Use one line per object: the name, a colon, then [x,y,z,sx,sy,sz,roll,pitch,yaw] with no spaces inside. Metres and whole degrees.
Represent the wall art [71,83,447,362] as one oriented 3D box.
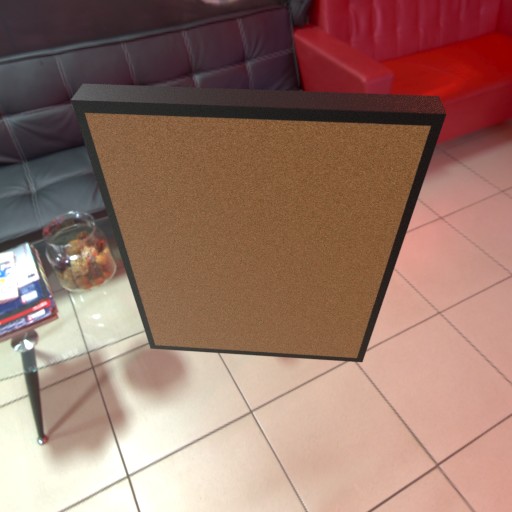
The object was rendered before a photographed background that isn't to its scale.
wall art: [0.000,0.000,0.490,0.294,0.369,0.030,3,47,3]
